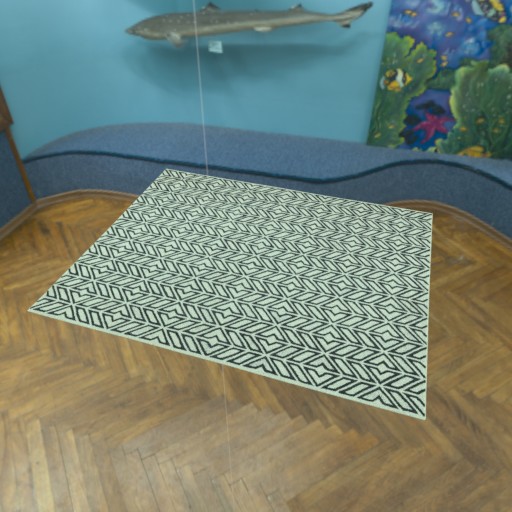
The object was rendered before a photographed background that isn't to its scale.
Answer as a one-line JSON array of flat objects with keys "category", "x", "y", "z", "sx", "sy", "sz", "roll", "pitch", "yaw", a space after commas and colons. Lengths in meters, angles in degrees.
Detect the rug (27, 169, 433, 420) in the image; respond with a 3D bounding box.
[{"category": "rug", "x": 0.000, "y": 0.000, "z": 4.050, "sx": 3.045, "sy": 0.008, "sz": 2.421, "roll": 12, "pitch": 41, "yaw": 14}]
